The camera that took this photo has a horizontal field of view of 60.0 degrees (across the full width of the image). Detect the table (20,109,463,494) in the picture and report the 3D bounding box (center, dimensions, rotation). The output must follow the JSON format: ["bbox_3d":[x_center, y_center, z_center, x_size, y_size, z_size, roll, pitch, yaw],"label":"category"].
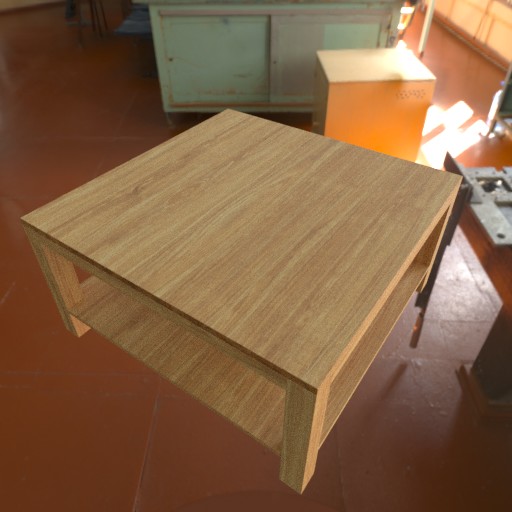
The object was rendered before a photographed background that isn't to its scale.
[{"bbox_3d":[0.000,0.000,1.404,0.900,0.450,0.900,25,46,26],"label":"table"}]
